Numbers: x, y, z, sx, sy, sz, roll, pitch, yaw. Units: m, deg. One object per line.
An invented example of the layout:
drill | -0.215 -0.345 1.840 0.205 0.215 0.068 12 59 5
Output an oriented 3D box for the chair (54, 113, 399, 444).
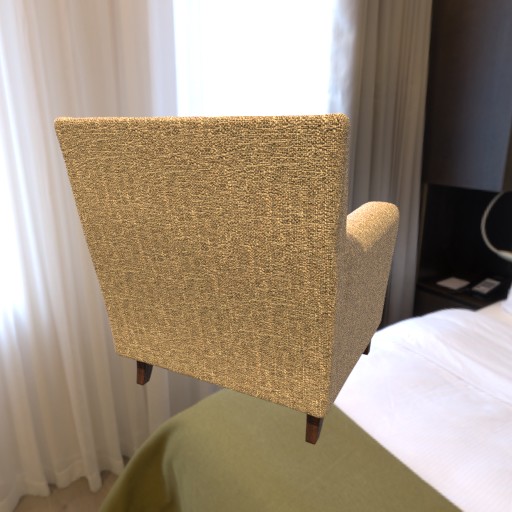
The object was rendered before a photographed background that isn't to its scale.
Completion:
chair | 0.000 0.000 1.563 0.864 0.928 0.873 8 18 27
